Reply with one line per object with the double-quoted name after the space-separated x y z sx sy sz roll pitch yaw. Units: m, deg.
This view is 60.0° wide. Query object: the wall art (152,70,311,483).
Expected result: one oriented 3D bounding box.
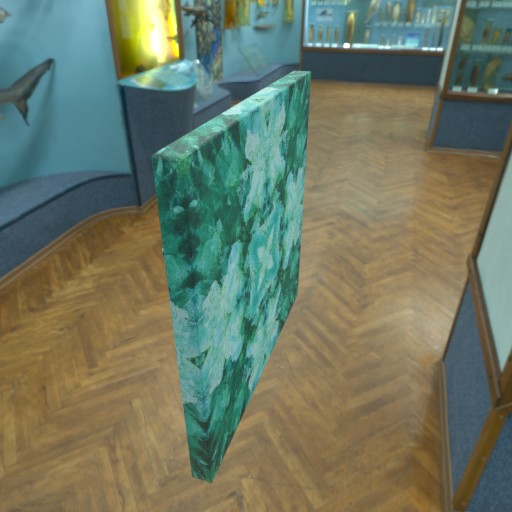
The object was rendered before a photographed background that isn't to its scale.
0.000 0.000 0.743 0.038 0.508 0.507 10 33 16 "wall art"
